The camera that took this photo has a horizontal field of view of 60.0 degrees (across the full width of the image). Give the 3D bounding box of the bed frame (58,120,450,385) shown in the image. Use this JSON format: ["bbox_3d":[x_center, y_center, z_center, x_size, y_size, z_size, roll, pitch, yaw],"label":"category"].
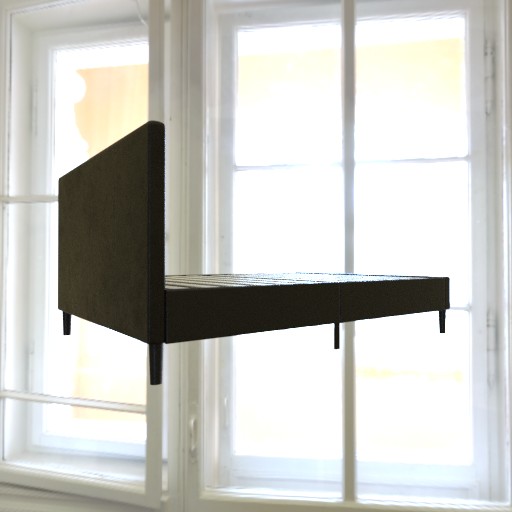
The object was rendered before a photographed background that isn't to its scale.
[{"bbox_3d":[0.000,0.000,3.197,2.318,1.127,1.634,0,-1,-36],"label":"bed frame"}]
